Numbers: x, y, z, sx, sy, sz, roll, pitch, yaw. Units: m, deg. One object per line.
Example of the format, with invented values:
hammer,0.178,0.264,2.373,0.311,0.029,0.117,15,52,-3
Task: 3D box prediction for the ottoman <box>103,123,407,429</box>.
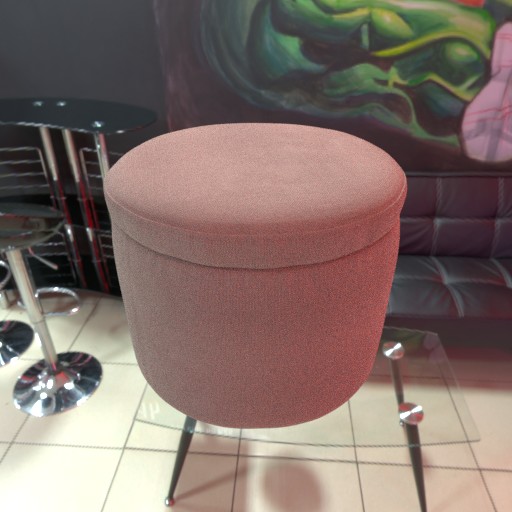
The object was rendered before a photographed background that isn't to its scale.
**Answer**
ottoman,0.000,0.000,0.831,0.497,0.409,0.497,0,31,0
